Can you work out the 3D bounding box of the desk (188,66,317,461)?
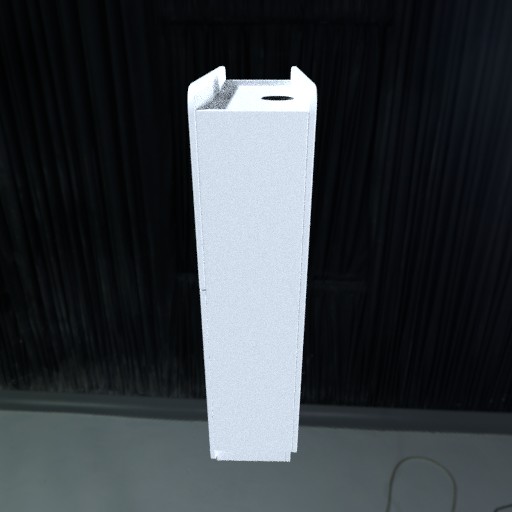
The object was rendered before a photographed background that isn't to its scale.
[{"bbox_3d":[0.000,0.000,1.555,0.278,1.190,0.795,1,26,1],"label":"desk"}]
